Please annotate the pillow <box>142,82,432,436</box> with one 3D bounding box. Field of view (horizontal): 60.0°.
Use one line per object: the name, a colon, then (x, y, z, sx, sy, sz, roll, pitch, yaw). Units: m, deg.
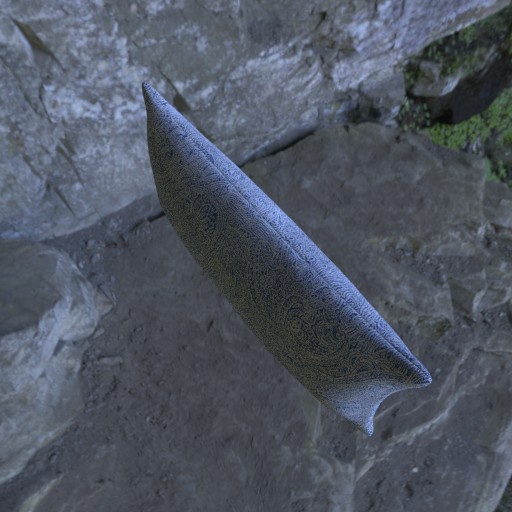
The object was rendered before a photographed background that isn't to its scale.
pillow: (0.000, 0.000, 0.717, 0.151, 0.295, 0.615, -32, 63, -19)
